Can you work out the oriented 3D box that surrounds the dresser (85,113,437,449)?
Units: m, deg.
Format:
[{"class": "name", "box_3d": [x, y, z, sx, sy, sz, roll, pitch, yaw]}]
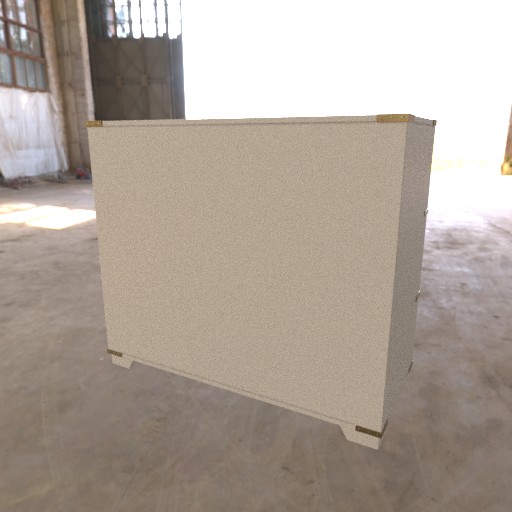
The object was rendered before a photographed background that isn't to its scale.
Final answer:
[{"class": "dresser", "box_3d": [0.000, 0.000, 1.522, 1.022, 0.891, 0.460, 8, 17, 28]}]
